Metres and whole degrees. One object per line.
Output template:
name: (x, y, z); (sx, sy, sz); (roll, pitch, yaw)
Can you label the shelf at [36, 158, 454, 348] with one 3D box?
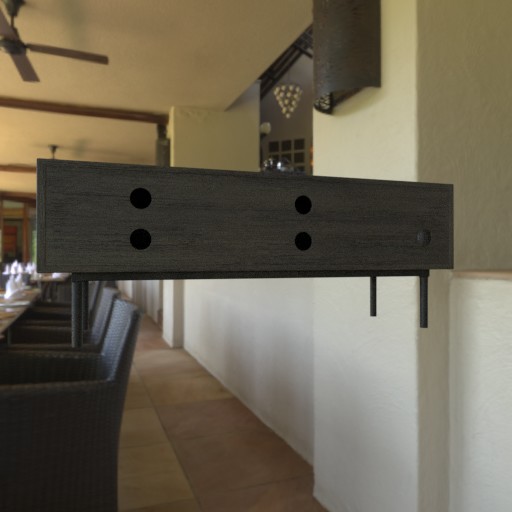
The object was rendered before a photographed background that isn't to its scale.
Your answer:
shelf: (0.000, 0.000, 1.514); (1.300, 0.495, 0.400); (0, 0, -18)
